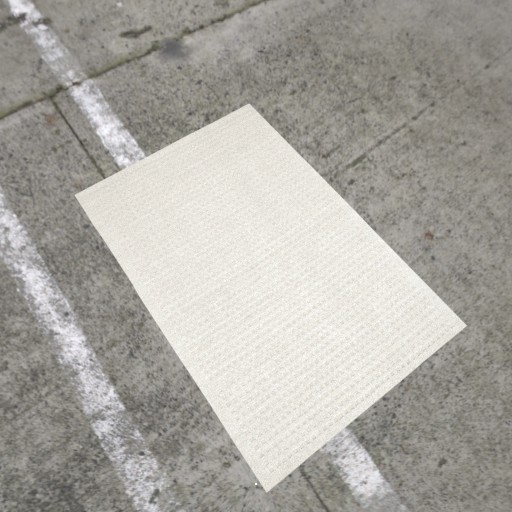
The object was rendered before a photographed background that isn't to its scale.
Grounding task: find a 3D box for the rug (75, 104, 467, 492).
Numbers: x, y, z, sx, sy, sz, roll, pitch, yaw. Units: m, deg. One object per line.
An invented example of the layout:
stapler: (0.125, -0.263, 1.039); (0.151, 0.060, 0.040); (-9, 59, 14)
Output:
rug: (0.000, 0.000, 2.914); (1.523, 0.006, 2.289); (-33, 67, -16)
